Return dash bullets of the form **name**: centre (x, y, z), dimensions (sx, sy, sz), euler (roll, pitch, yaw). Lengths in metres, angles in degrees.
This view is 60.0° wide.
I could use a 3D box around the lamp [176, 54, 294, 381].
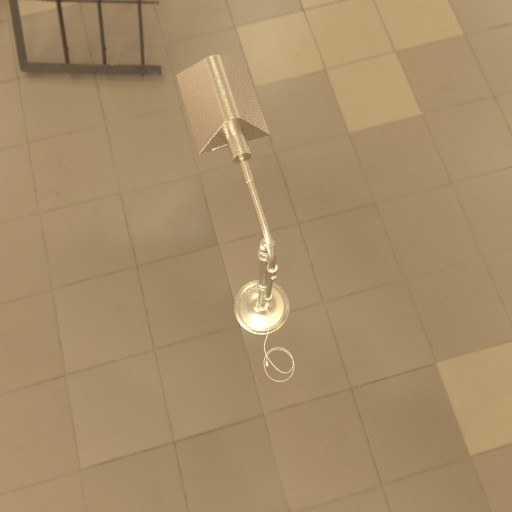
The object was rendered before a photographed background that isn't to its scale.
- **lamp**: centre (0.000, 0.000, 0.960), dimensions (0.159, 0.708, 0.546), euler (-15, 75, -4)
